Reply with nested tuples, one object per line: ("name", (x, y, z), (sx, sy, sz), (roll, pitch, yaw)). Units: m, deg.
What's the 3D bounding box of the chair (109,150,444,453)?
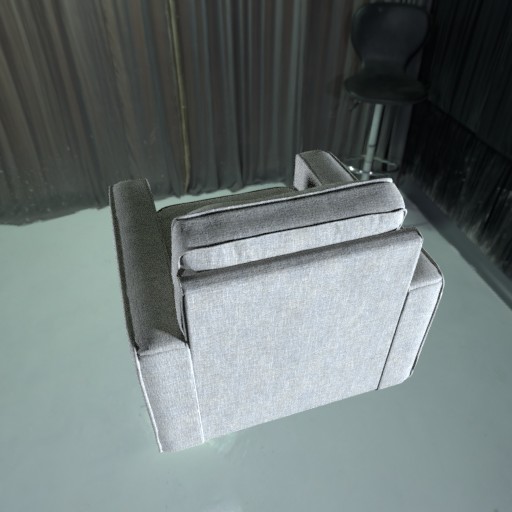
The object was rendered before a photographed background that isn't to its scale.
("chair", (0.000, 0.000, 1.706), (1.016, 0.914, 0.940), (-12, 42, -14))
